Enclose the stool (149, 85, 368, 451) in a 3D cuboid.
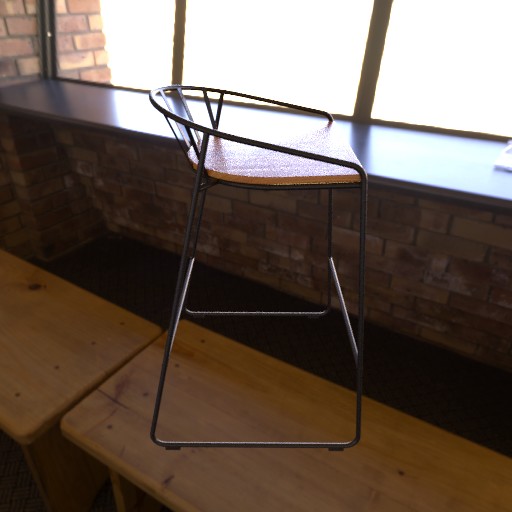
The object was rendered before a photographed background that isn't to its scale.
[{"bbox_3d":[0.000,0.000,1.143,0.521,0.812,0.546,0,30,0],"label":"stool"}]
